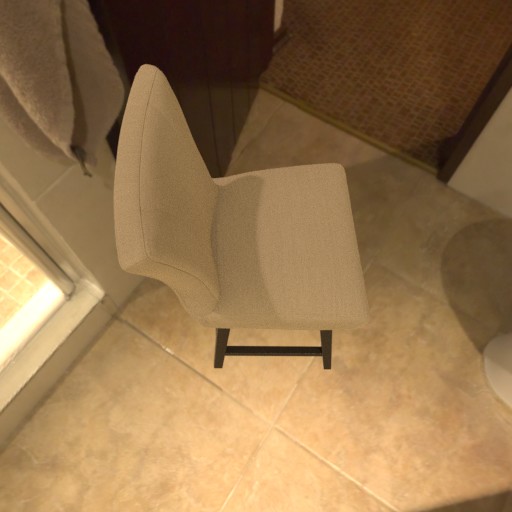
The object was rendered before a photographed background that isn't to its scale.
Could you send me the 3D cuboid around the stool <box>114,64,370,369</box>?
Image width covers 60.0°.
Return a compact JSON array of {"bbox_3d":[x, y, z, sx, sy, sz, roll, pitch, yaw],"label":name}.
[{"bbox_3d":[0.000,0.000,1.329,0.574,1.000,0.514,-3,64,-1],"label":"stool"}]
